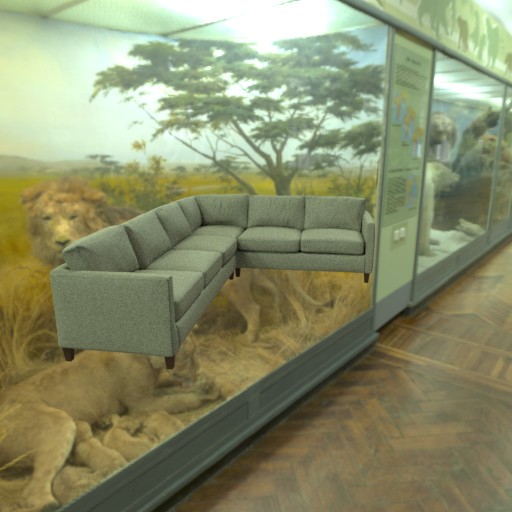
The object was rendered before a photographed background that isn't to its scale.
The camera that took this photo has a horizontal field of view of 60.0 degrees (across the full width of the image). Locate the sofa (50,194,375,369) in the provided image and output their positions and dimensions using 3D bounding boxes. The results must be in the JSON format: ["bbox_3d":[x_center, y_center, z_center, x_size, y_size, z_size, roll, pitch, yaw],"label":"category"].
[{"bbox_3d":[0.000,0.000,4.607,2.593,0.947,3.302,2,15,8],"label":"sofa"}]
